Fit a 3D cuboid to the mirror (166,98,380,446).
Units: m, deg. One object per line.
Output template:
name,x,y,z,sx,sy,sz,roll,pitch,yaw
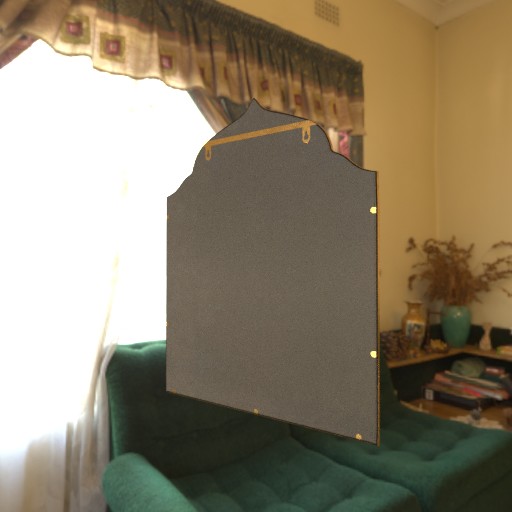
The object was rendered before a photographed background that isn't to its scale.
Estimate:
mirror,0.000,0.000,0.893,0.513,0.635,0.018,0,-1,36
